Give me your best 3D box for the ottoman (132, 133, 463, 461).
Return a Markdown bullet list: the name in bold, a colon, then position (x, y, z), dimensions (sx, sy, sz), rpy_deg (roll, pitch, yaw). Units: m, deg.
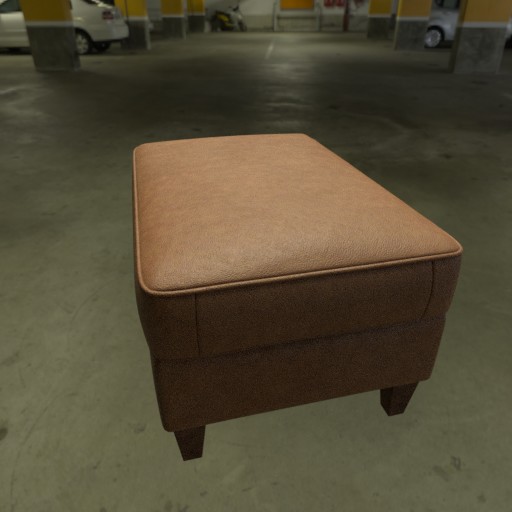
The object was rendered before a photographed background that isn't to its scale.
- **ottoman**: position (0.000, 0.000, 1.147), dimensions (0.584, 0.483, 0.864), rpy_deg (-7, 30, -12)
